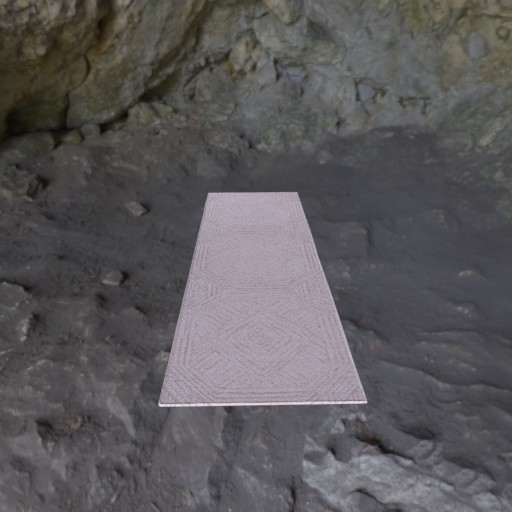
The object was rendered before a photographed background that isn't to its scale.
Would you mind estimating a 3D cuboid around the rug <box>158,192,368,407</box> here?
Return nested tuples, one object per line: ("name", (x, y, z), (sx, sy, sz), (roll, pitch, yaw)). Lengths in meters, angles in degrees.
("rug", (0.000, 0.000, 2.720), (0.775, 0.012, 2.452), (-1, 26, -1))
